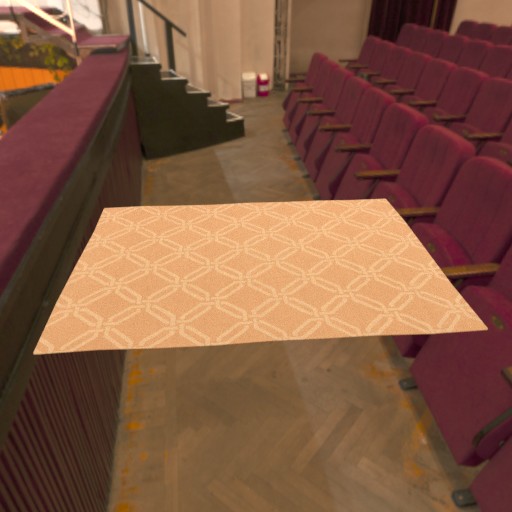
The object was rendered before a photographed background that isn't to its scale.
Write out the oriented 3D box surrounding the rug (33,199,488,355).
[{"bbox_3d":[0.000,0.000,2.687,2.135,0.013,1.524,-2,32,-4],"label":"rug"}]
